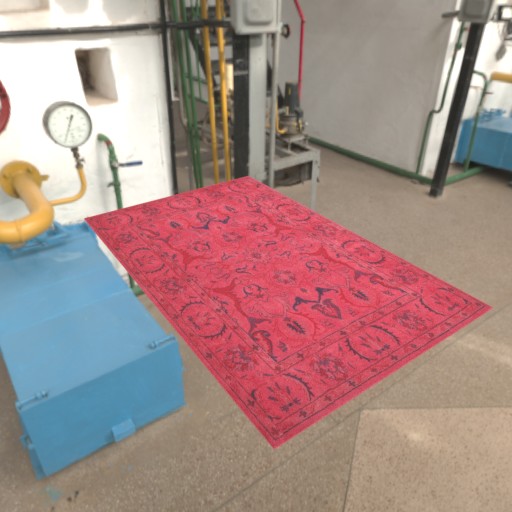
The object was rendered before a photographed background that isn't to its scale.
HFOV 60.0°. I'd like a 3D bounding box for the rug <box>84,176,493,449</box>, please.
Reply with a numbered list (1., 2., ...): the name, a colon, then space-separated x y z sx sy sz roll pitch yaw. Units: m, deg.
1. rug: 0.000 0.000 2.940 1.534 0.010 2.423 -20 37 -29
